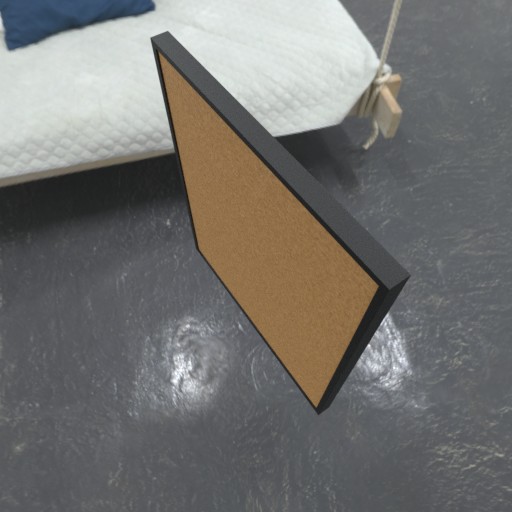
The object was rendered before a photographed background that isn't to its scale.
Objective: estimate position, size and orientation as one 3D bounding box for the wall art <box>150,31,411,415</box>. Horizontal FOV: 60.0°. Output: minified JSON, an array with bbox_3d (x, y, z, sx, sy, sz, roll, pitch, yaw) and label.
[{"bbox_3d":[0.000,0.000,0.522,0.019,0.381,0.330,-31,63,-17],"label":"wall art"}]
